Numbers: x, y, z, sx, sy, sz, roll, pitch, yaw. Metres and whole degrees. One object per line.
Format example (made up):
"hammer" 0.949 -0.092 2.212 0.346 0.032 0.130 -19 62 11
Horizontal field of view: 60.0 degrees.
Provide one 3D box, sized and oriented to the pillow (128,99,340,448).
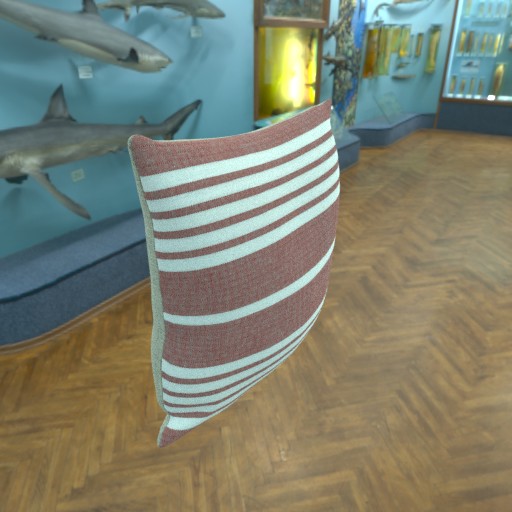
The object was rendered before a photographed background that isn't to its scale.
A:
"pillow" 0.000 0.000 0.676 0.182 0.427 0.439 18 31 31
